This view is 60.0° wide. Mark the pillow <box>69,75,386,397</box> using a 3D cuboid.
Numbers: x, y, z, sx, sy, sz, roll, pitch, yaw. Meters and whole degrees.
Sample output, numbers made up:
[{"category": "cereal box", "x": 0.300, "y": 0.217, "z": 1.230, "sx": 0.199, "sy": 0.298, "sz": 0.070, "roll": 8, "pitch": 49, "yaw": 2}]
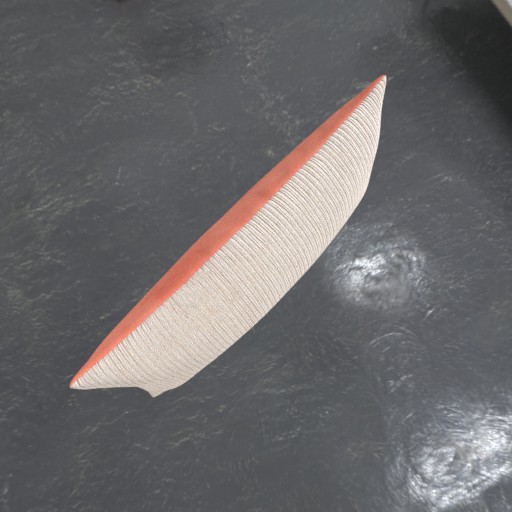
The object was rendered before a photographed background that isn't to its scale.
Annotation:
[{"category": "pillow", "x": 0.000, "y": 0.000, "z": 0.737, "sx": 0.155, "sy": 0.307, "sz": 0.608, "roll": 43, "pitch": 80, "yaw": 10}]
